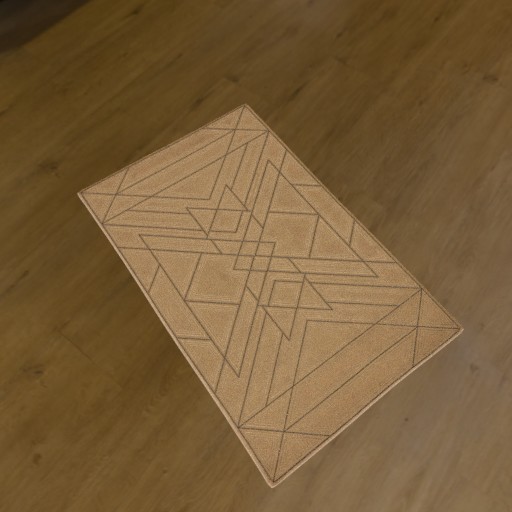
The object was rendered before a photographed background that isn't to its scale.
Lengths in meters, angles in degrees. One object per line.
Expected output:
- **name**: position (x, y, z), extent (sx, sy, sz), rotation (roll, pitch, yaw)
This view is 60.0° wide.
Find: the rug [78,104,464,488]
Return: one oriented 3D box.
- **rug**: position (0.000, 0.000, 3.119), extent (1.575, 0.023, 2.459), rotation (-33, 68, -15)
